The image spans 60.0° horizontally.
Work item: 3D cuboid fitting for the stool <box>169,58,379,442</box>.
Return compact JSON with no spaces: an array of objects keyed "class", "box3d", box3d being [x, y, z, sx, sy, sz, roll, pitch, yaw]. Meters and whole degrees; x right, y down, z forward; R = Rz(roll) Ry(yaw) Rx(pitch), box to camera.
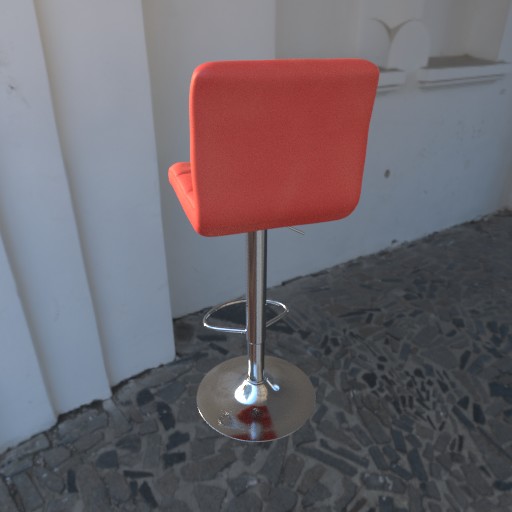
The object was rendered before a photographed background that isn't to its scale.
[{"class":"stool","box3d":[0.000,0.000,1.348,0.430,1.115,0.505,-9,28,-17]}]
